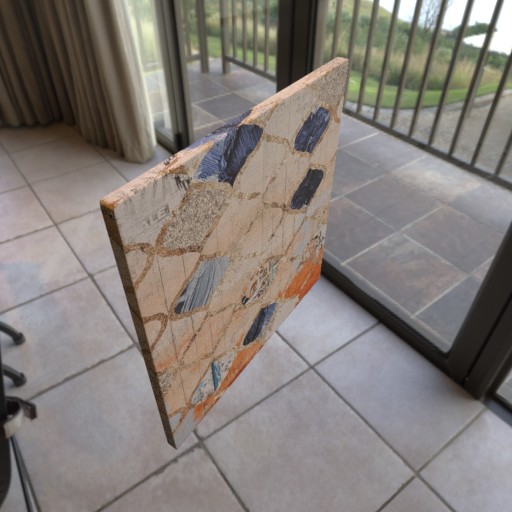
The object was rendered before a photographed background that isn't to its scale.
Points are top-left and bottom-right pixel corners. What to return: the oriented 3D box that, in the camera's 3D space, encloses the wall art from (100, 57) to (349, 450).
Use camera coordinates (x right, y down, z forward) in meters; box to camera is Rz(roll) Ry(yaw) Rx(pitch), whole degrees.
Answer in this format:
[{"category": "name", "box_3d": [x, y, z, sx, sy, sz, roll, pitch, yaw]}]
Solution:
[{"category": "wall art", "box_3d": [0.000, 0.000, 1.340, 0.039, 0.914, 0.912, 25, 47, 25]}]
